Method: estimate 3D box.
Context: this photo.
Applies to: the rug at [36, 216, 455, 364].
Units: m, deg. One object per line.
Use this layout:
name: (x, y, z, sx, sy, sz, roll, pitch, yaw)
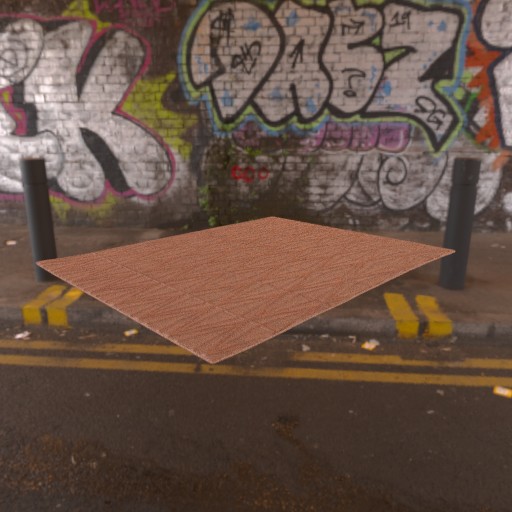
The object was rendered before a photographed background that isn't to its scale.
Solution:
rug: (0.000, 0.000, 4.102, 3.052, 0.043, 2.453, -15, 22, -43)
